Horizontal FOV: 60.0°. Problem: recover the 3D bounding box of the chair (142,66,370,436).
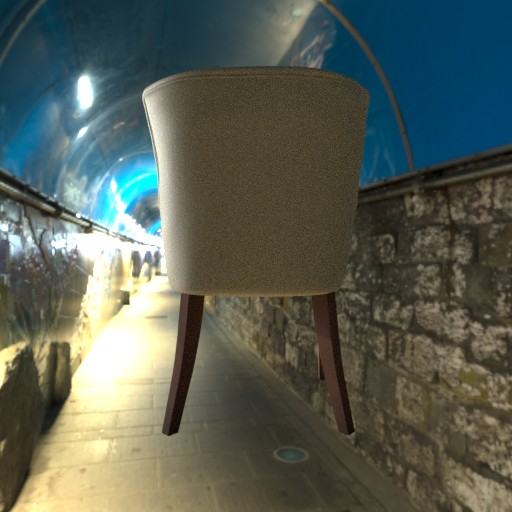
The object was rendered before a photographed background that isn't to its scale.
[{"bbox_3d":[0.000,0.000,1.408,0.660,0.952,0.686,0,0,-1],"label":"chair"}]
